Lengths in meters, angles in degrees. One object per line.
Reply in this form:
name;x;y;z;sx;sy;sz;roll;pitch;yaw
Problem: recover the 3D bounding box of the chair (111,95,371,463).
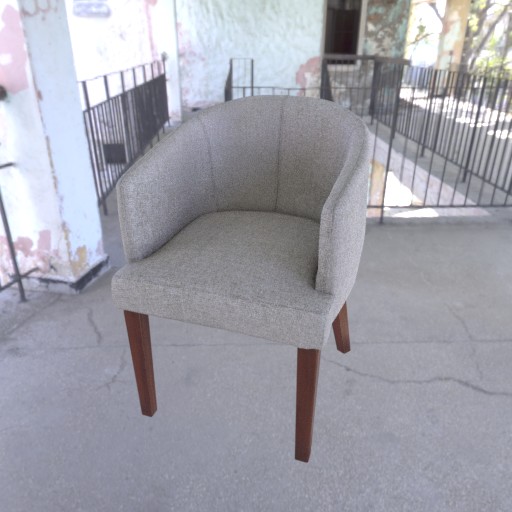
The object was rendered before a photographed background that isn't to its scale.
chair;0.000;0.000;1.265;0.583;0.811;0.655;8;27;17
